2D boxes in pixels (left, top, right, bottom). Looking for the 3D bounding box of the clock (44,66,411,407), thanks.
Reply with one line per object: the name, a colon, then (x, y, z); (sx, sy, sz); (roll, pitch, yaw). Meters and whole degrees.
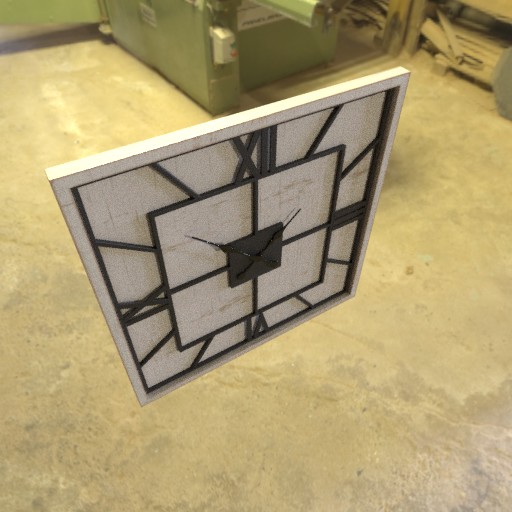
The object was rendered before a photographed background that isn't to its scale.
clock: (0.000, 0.000, 1.017); (0.705, 0.705, 0.032); (-23, 50, -21)
